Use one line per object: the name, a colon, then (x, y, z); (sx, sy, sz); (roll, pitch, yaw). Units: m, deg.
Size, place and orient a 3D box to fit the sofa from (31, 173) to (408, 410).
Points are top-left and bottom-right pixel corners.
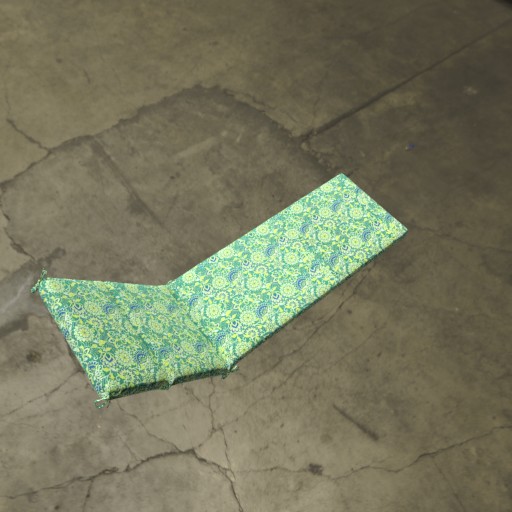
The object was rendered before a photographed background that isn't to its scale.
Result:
sofa: (0.000, 0.000, 1.980); (1.663, 0.622, 0.582); (-34, 64, -19)
